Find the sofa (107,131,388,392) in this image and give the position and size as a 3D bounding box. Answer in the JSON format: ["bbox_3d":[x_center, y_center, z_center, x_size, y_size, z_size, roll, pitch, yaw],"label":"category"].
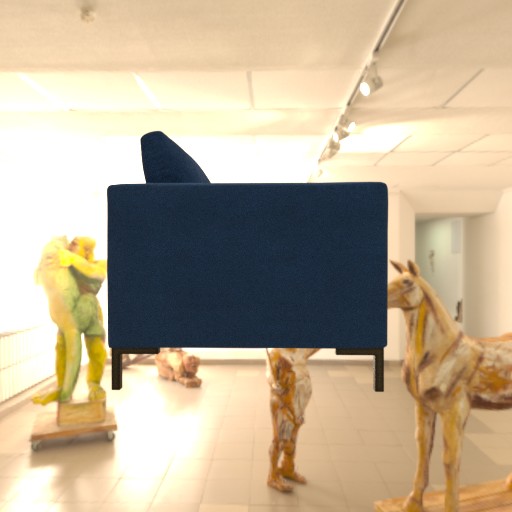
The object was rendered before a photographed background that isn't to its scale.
[{"bbox_3d":[0.000,0.000,2.140,0.875,0.817,1.676,0,0,1],"label":"sofa"}]
